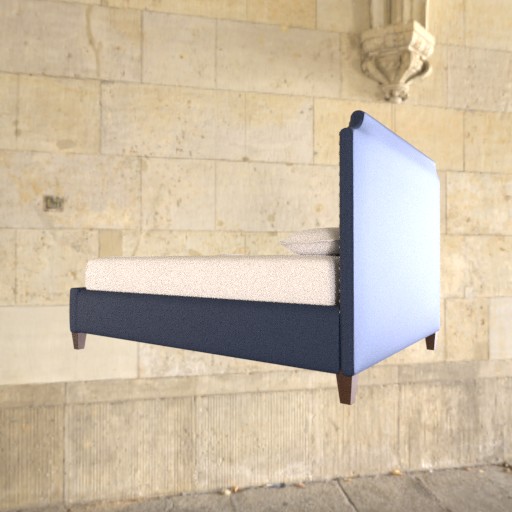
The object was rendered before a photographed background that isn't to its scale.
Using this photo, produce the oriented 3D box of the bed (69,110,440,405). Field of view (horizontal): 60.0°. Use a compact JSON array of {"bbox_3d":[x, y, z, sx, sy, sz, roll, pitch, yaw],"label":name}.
[{"bbox_3d":[0.000,0.000,3.431,2.372,1.443,1.712,0,-1,35],"label":"bed"}]
